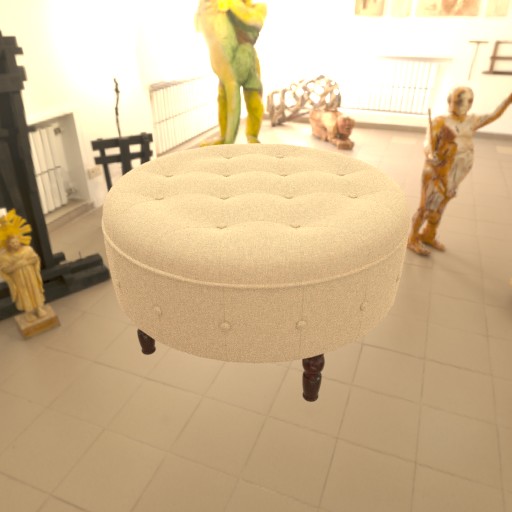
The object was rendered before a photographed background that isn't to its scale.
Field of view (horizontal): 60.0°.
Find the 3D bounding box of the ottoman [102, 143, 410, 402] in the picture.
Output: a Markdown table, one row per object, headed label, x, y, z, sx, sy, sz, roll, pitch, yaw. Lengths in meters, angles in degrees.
| label | x | y | z | sx | sy | sz | roll | pitch | yaw |
| --- | --- | --- | --- | --- | --- | --- | --- | --- | --- |
| ottoman | 0.000 | 0.000 | 1.354 | 0.848 | 0.494 | 0.848 | 0 | 30 | 0 |
